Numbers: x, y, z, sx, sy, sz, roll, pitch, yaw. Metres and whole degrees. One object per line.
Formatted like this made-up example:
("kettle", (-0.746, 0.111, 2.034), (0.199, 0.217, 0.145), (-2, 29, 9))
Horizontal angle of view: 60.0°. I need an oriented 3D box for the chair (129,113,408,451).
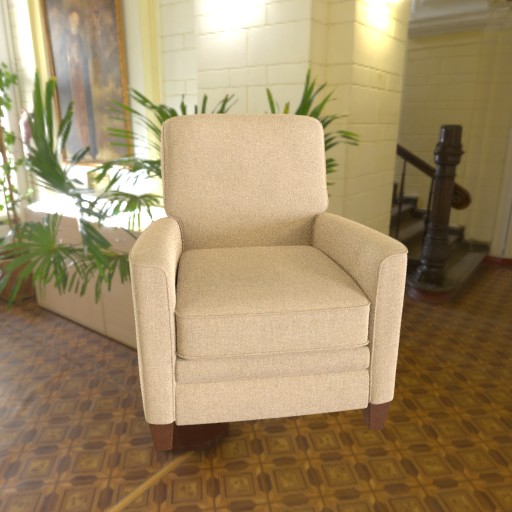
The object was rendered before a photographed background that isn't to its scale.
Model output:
("chair", (0.000, 0.000, 1.649), (0.845, 1.023, 0.859), (-2, 17, -8))
